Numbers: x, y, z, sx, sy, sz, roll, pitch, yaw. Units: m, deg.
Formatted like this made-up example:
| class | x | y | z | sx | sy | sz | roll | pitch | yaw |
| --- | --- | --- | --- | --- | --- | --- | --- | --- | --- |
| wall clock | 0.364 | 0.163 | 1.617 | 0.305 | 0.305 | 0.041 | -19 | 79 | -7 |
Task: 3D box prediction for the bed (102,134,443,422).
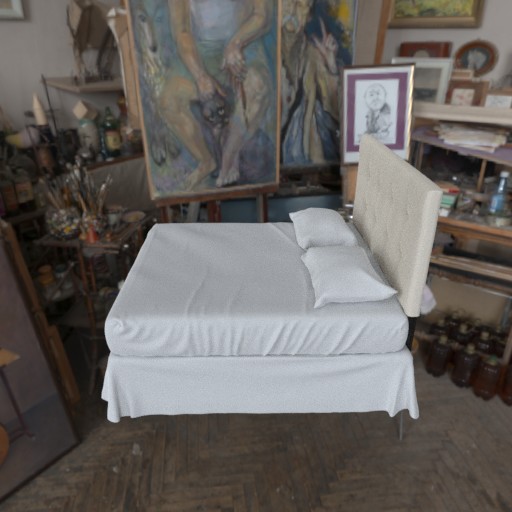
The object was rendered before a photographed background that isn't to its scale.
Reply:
| class | x | y | z | sx | sy | sz | roll | pitch | yaw |
| --- | --- | --- | --- | --- | --- | --- | --- | --- | --- |
| bed | 0.000 | 0.000 | 3.487 | 2.222 | 1.577 | 1.936 | 0 | 26 | -1 |
